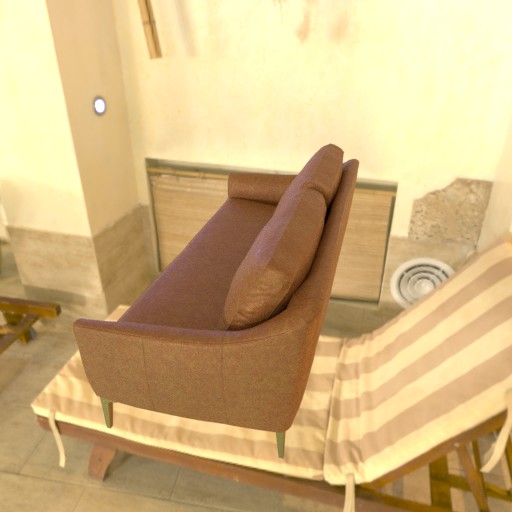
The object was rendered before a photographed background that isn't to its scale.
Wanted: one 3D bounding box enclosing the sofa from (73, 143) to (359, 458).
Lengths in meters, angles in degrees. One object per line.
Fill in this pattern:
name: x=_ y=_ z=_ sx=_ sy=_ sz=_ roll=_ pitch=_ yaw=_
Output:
sofa: x=0.000 y=0.000 z=2.559 sx=0.981 sy=0.945 sz=2.036 roll=8 pitch=30 yaw=14
